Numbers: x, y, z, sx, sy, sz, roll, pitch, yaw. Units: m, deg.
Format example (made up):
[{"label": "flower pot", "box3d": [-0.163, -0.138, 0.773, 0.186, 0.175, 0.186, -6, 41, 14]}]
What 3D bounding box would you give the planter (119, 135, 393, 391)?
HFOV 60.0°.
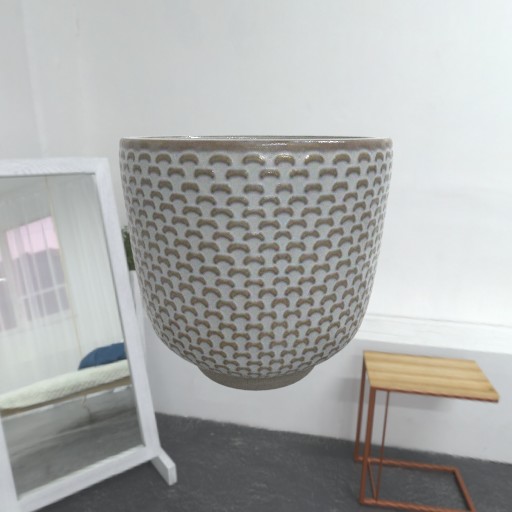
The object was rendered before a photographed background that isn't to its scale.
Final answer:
[{"label": "planter", "box3d": [0.000, 0.000, 0.249, 0.139, 0.130, 0.139, 0, 16, 0]}]
